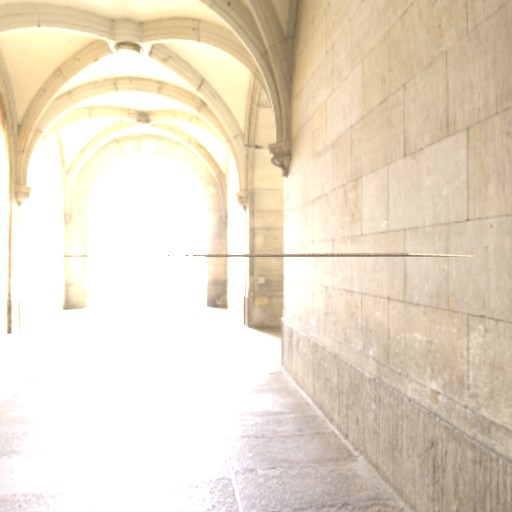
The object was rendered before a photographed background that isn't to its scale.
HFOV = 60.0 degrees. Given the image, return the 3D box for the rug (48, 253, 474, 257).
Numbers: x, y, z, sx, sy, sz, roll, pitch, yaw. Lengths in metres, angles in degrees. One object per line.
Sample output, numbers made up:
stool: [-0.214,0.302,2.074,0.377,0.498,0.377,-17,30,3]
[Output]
rug: [0.000,0.000,2.979,2.440,0.008,1.524,0,0,35]
